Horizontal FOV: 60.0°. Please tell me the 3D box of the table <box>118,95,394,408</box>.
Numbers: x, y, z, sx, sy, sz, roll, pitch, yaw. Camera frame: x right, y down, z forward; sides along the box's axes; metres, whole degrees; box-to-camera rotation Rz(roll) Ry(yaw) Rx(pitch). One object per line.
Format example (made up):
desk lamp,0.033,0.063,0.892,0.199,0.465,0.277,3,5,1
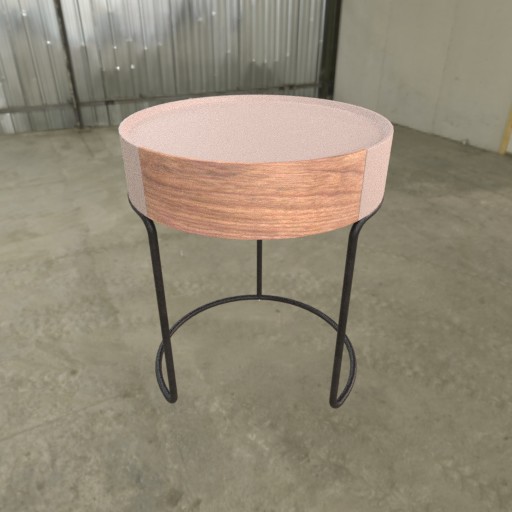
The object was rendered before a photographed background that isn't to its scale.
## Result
table,0.000,0.000,0.880,0.450,0.530,0.450,0,30,0
